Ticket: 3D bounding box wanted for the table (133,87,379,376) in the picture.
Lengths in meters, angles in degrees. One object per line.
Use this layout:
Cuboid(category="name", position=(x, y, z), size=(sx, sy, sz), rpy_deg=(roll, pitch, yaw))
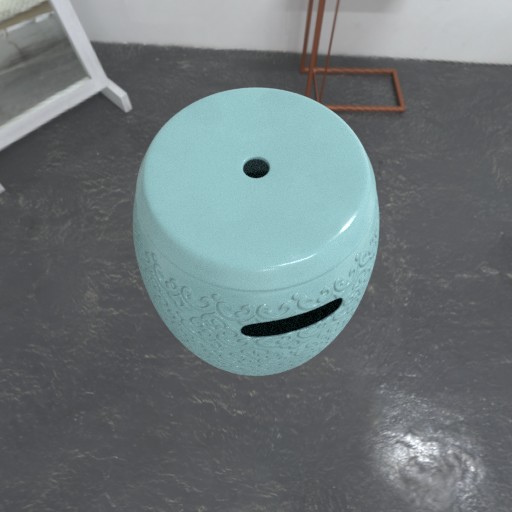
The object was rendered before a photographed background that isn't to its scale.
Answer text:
Cuboid(category="table", position=(0.000, 0.000, 0.624), size=(0.309, 0.397, 0.309), rpy_deg=(0, 63, 0))
